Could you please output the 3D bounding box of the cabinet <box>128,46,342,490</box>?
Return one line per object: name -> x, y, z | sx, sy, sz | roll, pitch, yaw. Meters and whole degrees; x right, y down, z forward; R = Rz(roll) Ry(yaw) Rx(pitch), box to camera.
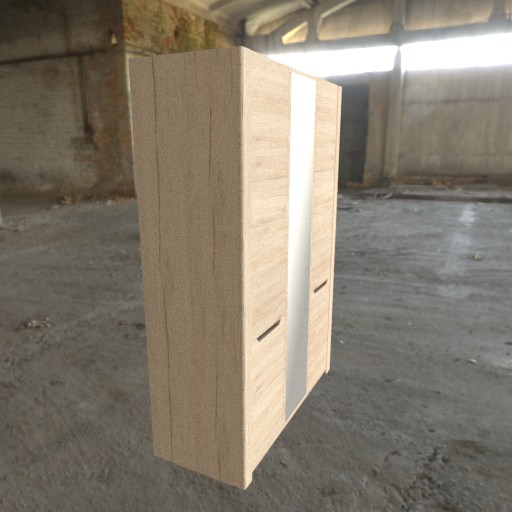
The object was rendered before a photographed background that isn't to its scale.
cabinet -> 0.000, 0.000, 2.717 | 0.580, 2.070, 1.400 | 7, 15, 26
